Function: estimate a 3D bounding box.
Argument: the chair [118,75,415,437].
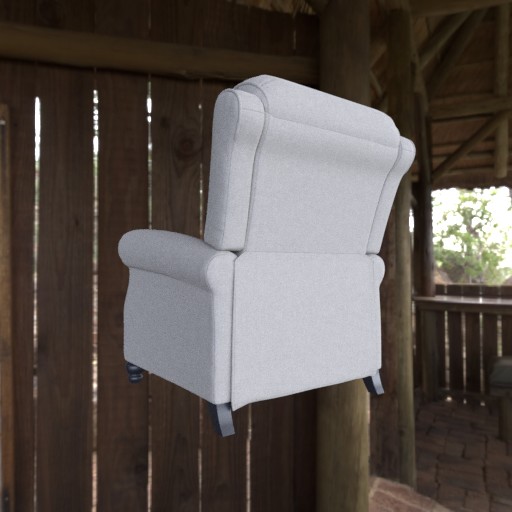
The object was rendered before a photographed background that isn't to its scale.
[{"bbox_3d":[0.000,0.000,1.747,0.859,1.046,0.919,1,-1,-37],"label":"chair"}]
